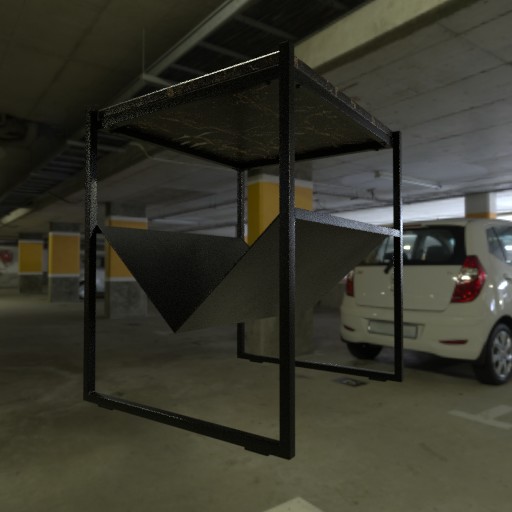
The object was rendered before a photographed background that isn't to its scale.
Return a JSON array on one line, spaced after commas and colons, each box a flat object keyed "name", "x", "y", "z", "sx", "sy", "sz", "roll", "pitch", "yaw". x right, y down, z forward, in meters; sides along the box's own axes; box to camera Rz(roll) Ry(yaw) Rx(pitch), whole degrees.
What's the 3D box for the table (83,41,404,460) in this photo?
[{"name": "table", "x": 0.000, "y": 0.000, "z": 0.871, "sx": 0.432, "sy": 0.534, "sz": 0.469, "roll": -1, "pitch": -2, "yaw": 35}]
